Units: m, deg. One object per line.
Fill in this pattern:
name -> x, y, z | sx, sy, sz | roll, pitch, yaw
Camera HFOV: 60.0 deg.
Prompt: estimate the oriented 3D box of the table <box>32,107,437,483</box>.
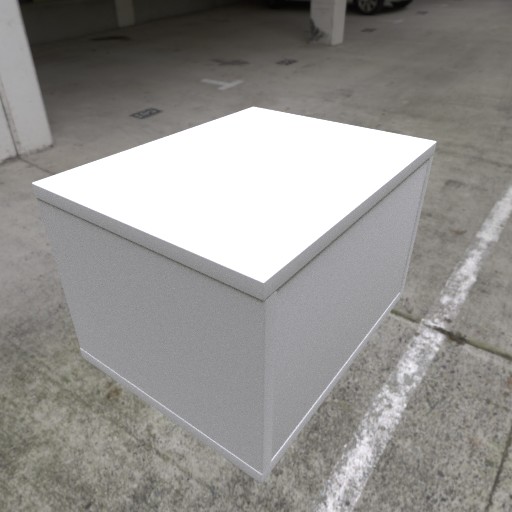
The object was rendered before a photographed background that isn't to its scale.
table -> 0.000, 0.000, 0.789 | 0.399, 0.357, 0.517 | 22, 38, 30
